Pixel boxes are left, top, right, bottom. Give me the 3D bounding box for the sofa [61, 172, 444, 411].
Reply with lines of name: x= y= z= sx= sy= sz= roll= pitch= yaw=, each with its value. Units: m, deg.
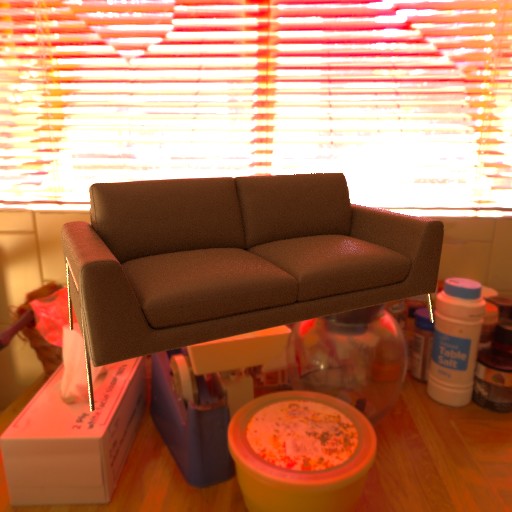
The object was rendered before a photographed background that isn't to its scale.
sofa: x=0.000 y=0.000 z=2.573 sx=2.017 sy=0.875 sz=0.953 roll=-8 pitch=17 yaw=-26
